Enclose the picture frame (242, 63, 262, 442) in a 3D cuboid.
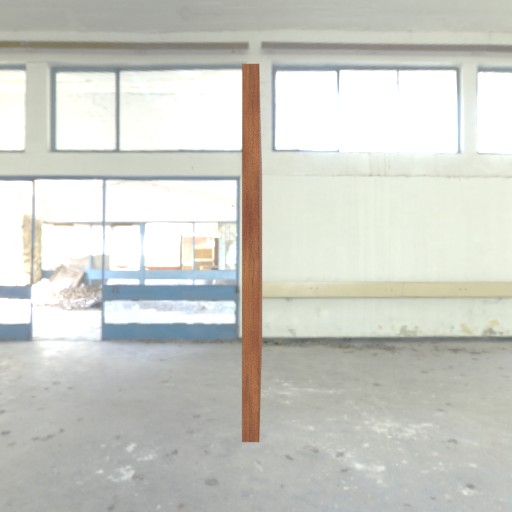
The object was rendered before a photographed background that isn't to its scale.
[{"bbox_3d":[0.000,0.000,1.224,0.029,0.640,0.950,0,-1,1],"label":"picture frame"}]
